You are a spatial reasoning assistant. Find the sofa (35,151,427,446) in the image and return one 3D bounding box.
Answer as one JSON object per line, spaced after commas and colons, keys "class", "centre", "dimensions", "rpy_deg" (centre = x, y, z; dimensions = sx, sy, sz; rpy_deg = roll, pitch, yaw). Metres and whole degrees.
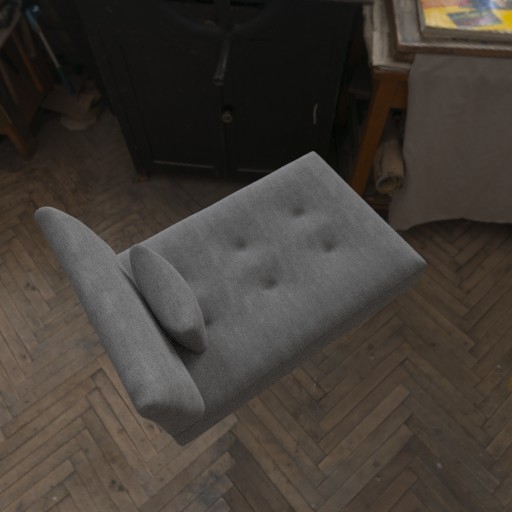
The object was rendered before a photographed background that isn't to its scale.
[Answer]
{"class": "sofa", "centre": [0.000, 0.000, 2.020], "dimensions": [1.450, 0.820, 0.930], "rpy_deg": [-31, 64, -17]}
